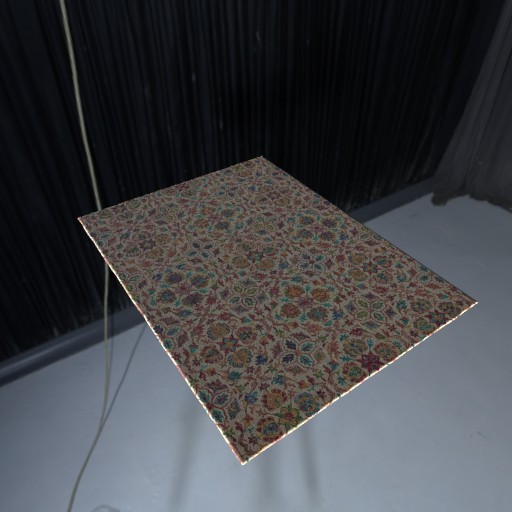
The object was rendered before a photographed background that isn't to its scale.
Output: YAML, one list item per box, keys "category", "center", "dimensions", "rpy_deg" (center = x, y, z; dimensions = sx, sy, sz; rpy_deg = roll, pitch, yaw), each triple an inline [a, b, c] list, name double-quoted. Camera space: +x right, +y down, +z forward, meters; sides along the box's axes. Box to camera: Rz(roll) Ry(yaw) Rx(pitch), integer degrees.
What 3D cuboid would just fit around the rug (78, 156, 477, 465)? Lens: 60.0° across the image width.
- category: "rug"
  center: [0.000, 0.000, 4.303]
  dimensions: [2.446, 0.020, 3.215]
  rpy_deg: [-24, 46, -26]
